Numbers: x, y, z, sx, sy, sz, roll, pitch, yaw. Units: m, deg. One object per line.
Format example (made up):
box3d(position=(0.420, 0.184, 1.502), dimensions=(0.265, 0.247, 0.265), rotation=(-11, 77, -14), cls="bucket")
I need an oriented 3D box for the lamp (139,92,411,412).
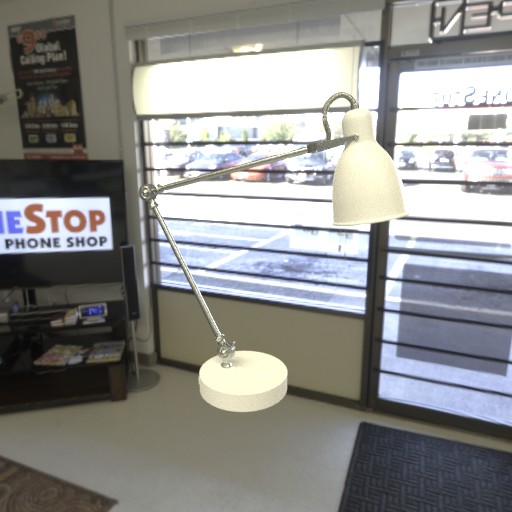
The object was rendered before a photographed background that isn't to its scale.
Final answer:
box3d(position=(0.000, 0.000, 0.868), dimensions=(0.561, 0.587, 0.187), rotation=(7, 16, 26), cls="lamp")
